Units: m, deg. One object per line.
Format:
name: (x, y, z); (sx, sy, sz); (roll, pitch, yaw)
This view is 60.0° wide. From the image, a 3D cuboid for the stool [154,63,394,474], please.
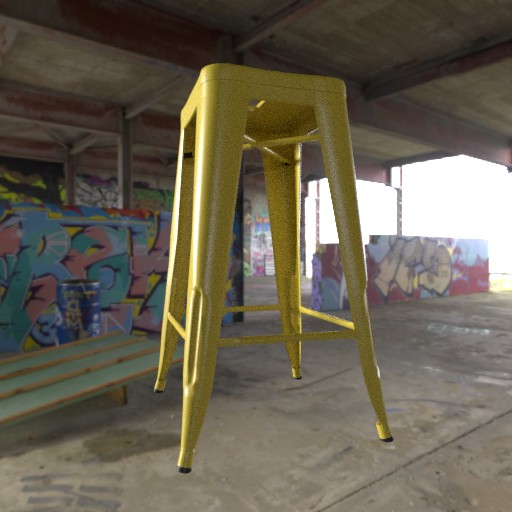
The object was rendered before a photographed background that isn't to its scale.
stool: (0.000, 0.000, 0.857); (0.359, 0.609, 0.399); (0, 1, -18)
